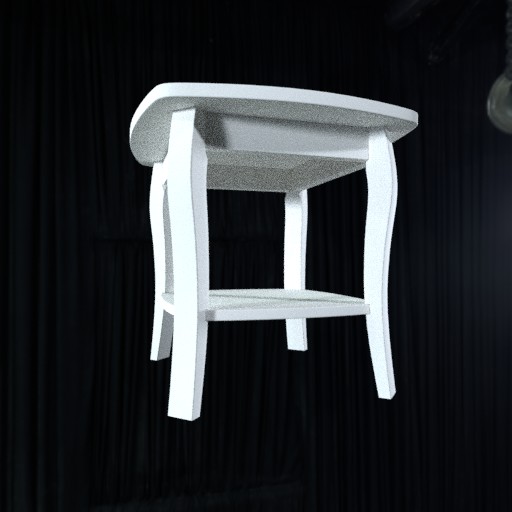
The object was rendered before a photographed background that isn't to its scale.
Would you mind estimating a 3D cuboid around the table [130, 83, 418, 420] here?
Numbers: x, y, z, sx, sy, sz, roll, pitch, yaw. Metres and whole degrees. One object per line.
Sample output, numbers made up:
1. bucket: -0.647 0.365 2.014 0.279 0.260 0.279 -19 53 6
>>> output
1. table: 0.000 0.000 0.825 0.451 0.438 0.502 0 0 -17
